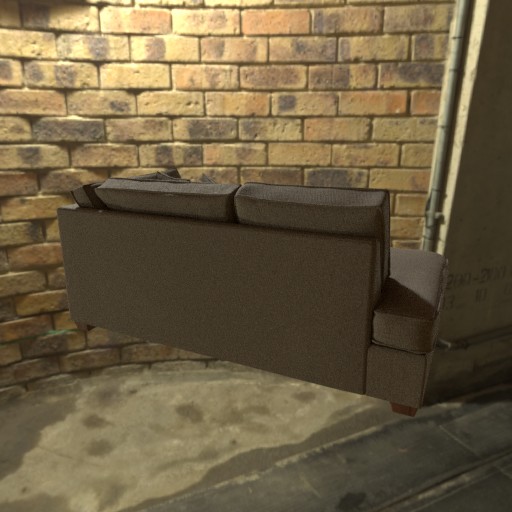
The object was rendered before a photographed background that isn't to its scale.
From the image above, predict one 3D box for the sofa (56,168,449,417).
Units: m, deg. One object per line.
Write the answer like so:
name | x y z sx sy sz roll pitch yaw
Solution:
sofa | 0.000 0.000 2.807 2.237 1.033 1.110 8 18 25
